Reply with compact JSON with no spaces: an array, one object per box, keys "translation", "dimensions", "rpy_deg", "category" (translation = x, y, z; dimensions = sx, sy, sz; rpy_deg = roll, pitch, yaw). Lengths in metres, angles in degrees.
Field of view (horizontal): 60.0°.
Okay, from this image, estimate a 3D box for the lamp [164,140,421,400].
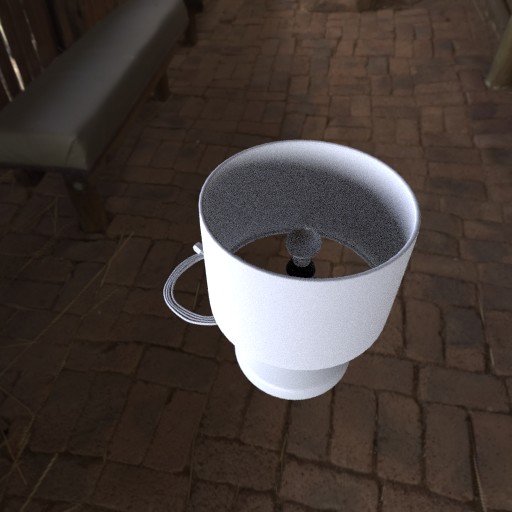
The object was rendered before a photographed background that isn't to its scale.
[{"translation":[0.000,0.000,0.856],"dimensions":[0.401,0.457,0.546],"rpy_deg":[-9,47,-9],"category":"lamp"}]
